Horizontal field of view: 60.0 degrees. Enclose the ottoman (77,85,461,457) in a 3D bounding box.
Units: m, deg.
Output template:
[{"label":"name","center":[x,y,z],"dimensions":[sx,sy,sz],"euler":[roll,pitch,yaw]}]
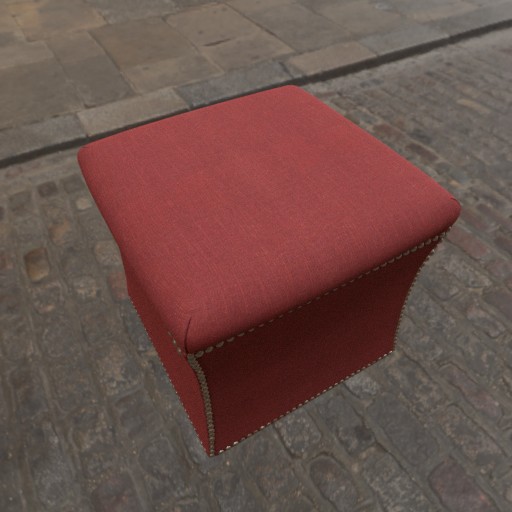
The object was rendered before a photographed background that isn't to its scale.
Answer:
[{"label":"ottoman","center":[0.000,0.000,0.899],"dimensions":[0.507,0.475,0.497],"euler":[-23,51,-20]}]
